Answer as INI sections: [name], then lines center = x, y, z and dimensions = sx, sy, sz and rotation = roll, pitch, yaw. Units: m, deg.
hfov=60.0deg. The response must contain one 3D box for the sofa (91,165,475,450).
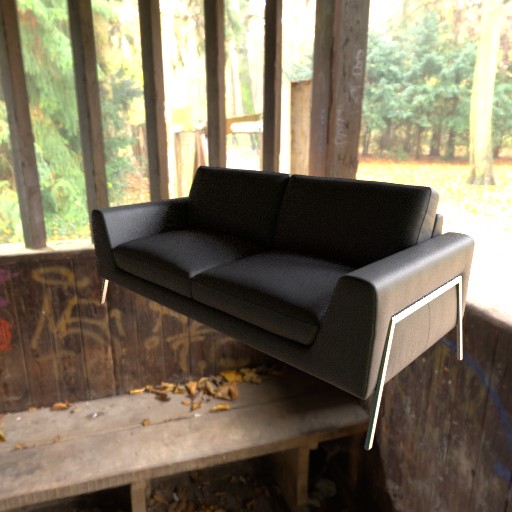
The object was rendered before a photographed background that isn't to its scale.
[sofa]
center = 0.000, 0.000, 2.481
dimensions = 2.017, 0.875, 0.953
rotation = 15, 22, 42
